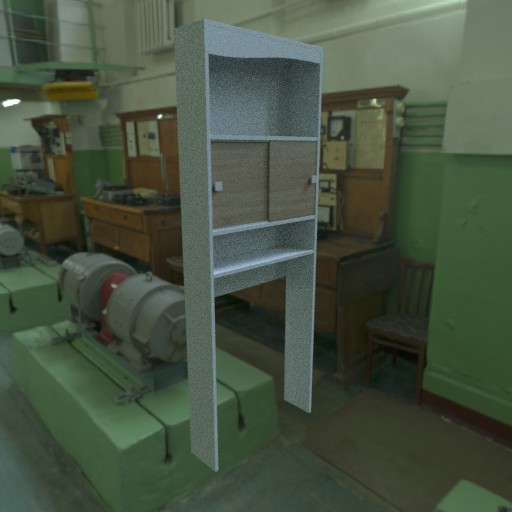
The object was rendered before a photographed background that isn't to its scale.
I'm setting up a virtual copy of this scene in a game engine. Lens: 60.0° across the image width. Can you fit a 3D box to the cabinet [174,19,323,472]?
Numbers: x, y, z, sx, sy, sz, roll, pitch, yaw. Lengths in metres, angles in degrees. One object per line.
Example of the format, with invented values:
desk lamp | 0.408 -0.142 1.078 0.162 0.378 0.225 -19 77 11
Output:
cabinet | 0.000 0.000 1.965 0.643 1.770 0.192 -13 19 -42
